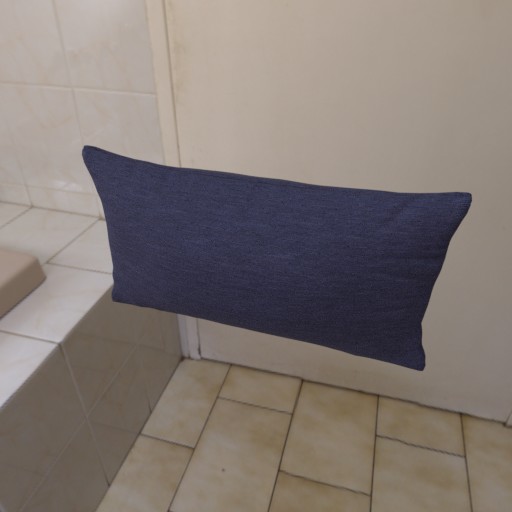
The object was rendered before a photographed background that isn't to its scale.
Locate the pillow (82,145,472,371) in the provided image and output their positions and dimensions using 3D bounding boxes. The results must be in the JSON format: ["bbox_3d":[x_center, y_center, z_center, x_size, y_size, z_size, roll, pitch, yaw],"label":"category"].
[{"bbox_3d":[0.000,0.000,0.783,0.633,0.338,0.210,10,35,15],"label":"pillow"}]
